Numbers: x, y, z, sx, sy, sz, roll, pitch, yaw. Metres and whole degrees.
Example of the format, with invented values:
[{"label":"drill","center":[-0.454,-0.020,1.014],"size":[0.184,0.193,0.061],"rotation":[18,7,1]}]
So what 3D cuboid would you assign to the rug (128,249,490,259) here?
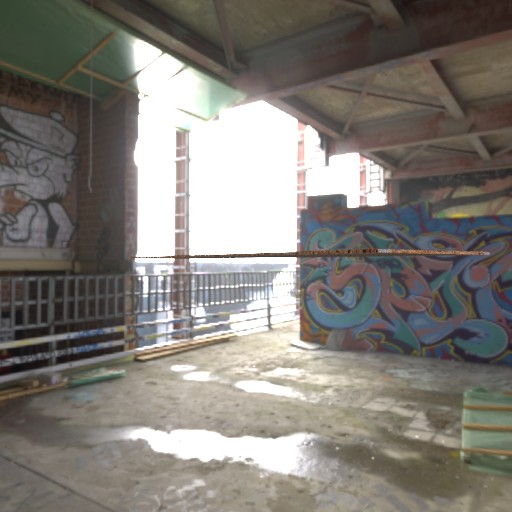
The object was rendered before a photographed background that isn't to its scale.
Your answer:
[{"label":"rug","center":[0.000,0.000,2.465],"size":[0.680,0.014,2.237],"rotation":[1,-1,-35]}]
